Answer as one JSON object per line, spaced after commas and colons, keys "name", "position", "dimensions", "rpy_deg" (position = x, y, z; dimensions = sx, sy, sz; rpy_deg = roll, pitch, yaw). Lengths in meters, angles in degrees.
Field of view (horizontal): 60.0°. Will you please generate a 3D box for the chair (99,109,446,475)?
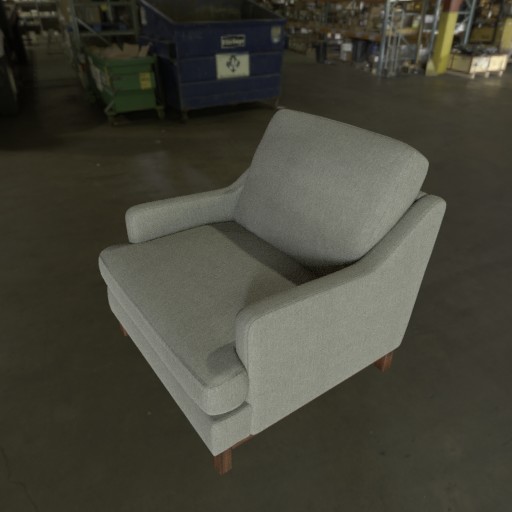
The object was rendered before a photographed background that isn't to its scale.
{"name": "chair", "position": [0.000, 0.000, 1.540], "dimensions": [0.892, 0.821, 0.826], "rpy_deg": [-20, 36, -30]}
